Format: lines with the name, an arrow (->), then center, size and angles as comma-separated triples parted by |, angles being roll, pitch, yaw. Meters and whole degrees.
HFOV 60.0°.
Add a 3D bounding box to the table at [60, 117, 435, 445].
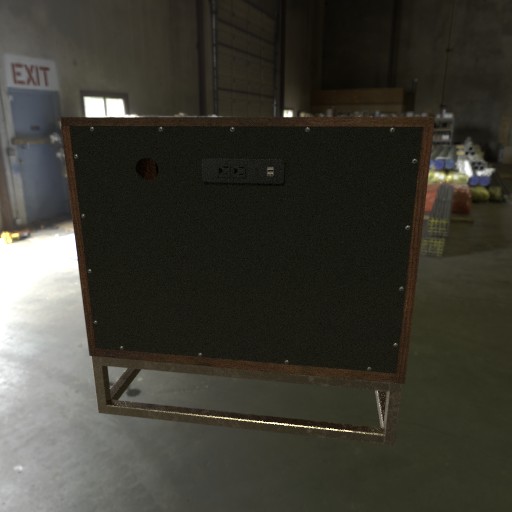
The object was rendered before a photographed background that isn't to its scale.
table -> 0.000, 0.000, 1.248 | 0.767, 0.746, 0.542 | 3, 17, 9
